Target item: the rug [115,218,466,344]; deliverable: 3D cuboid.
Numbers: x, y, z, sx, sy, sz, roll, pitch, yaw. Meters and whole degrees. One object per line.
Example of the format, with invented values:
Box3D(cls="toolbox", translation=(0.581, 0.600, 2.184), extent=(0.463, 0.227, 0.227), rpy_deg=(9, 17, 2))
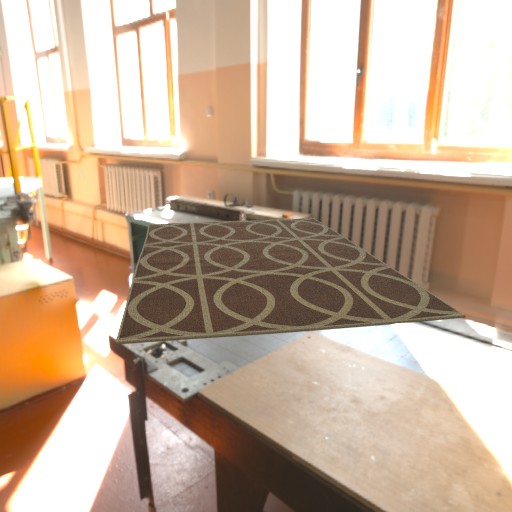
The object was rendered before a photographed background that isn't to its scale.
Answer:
Box3D(cls="rug", translation=(0.000, 0.000, 2.933), extent=(1.526, 0.014, 2.290), rpy_deg=(-3, 16, -10))
